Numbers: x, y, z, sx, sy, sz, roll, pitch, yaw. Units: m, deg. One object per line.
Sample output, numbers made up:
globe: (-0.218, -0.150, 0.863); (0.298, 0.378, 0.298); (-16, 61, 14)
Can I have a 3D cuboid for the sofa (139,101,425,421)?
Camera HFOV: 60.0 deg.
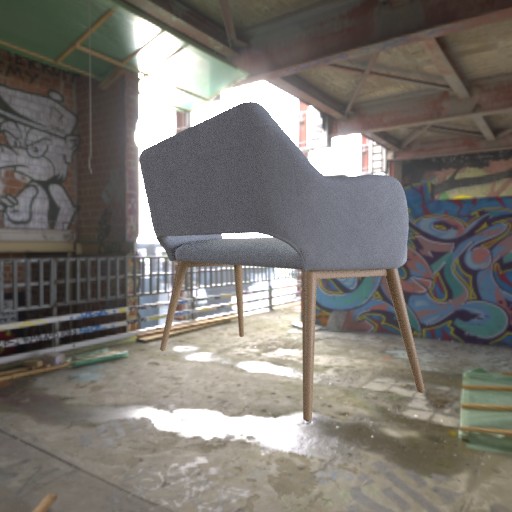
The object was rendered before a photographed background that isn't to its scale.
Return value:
sofa: (0.000, 0.000, 1.633); (0.610, 0.840, 1.150); (-1, 2, -35)
